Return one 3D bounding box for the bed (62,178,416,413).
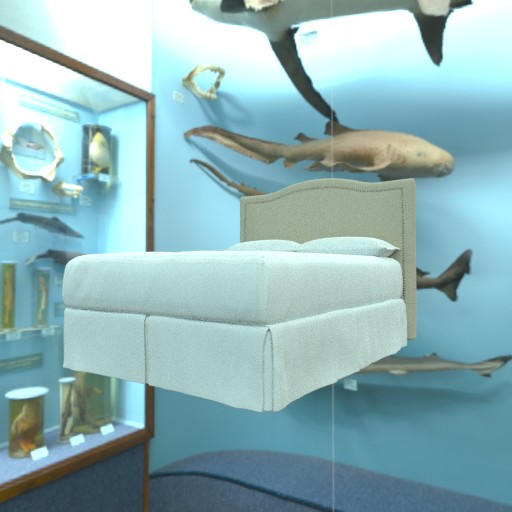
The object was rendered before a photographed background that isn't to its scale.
[{"bbox_3d":[0.000,0.000,3.275,1.753,1.460,2.143,-1,-2,35],"label":"bed"}]
